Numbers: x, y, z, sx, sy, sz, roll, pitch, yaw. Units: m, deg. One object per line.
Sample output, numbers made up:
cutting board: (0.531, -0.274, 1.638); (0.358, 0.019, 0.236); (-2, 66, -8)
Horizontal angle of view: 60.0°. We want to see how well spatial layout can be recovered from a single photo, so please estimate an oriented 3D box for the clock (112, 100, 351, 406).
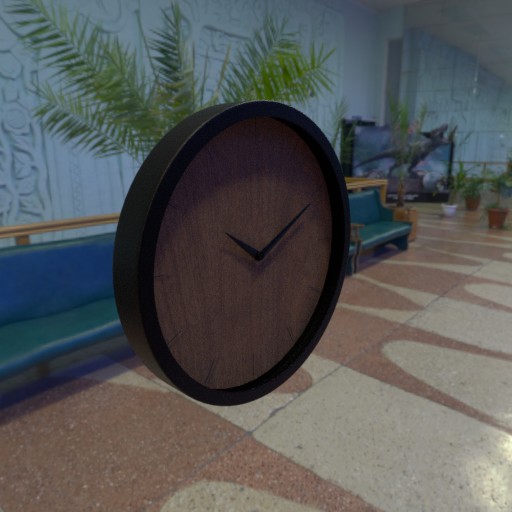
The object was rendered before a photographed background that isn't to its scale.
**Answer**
clock: (0.000, 0.000, 0.474); (0.040, 0.314, 0.314); (13, 19, 42)
